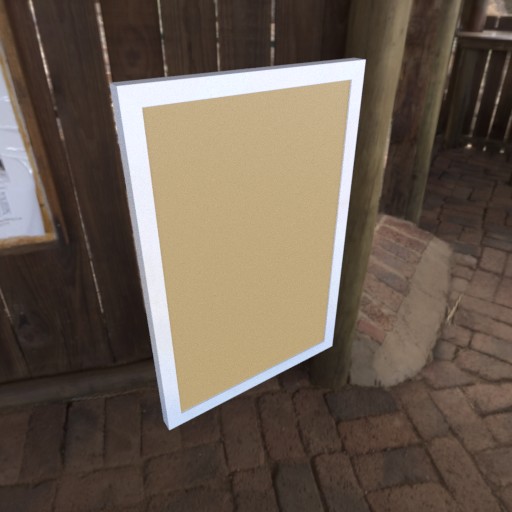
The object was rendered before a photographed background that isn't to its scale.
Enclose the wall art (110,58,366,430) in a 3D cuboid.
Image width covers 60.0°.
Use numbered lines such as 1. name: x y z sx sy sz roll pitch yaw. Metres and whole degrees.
1. wall art: 0.000 0.000 1.168 0.612 0.915 0.039 -19 36 -29
